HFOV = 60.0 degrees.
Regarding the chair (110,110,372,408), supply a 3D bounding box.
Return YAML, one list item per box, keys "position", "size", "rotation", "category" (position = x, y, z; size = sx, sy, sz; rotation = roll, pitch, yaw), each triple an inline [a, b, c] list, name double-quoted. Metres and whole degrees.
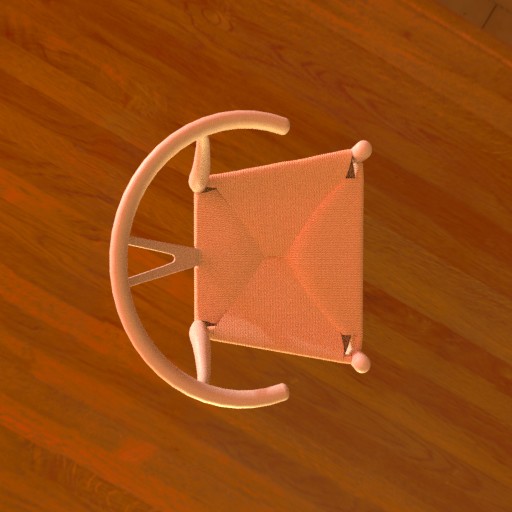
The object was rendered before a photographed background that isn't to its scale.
- position: [0.000, 0.000, 1.094]
  size: [0.500, 0.736, 0.533]
  rotation: [0, 92, -1]
  category: "chair"
